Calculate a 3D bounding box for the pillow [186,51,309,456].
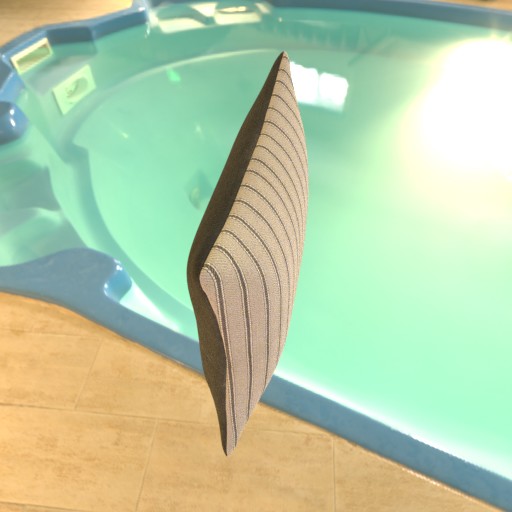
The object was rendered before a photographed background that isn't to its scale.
[{"bbox_3d":[0.000,0.000,0.692,0.138,0.444,0.468,9,48,8],"label":"pillow"}]
